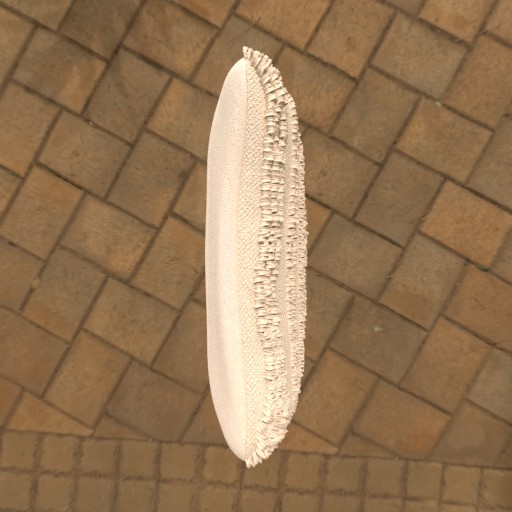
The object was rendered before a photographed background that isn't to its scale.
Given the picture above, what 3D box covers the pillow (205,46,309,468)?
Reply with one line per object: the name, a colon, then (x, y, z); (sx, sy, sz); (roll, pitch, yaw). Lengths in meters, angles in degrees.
pillow: (0.000, 0.000, 0.654); (0.145, 0.427, 0.437); (0, 91, -1)
